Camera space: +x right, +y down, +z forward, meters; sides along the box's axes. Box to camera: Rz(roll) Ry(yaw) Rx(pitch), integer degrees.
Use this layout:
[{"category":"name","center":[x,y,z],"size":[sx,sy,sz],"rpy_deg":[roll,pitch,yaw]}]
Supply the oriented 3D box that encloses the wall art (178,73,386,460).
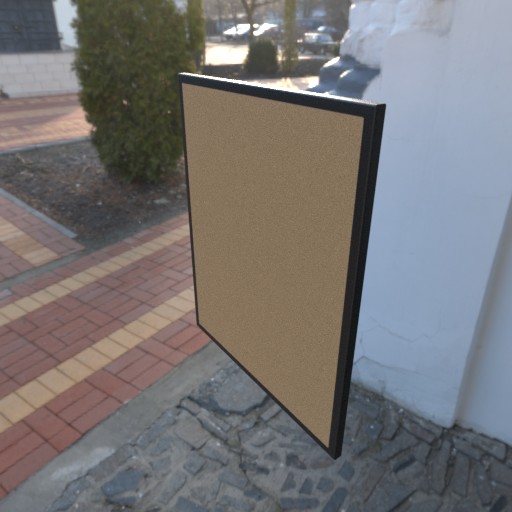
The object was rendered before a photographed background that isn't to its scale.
[{"category":"wall art","center":[0.000,0.000,0.802],"size":[0.018,0.582,0.481],"rpy_deg":[-18,32,-31]}]
